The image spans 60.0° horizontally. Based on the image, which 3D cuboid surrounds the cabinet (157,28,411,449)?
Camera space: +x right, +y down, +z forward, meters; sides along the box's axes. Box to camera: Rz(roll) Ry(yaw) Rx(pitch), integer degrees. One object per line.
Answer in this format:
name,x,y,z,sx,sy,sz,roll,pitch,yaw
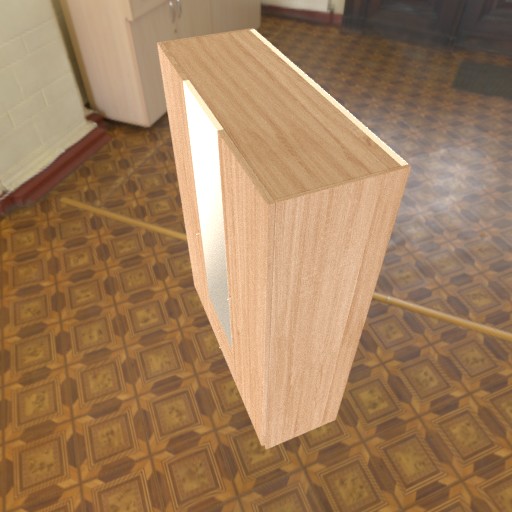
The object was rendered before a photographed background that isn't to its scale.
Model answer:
cabinet,0.000,0.000,2.760,0.590,2.120,1.500,-17,48,-16
